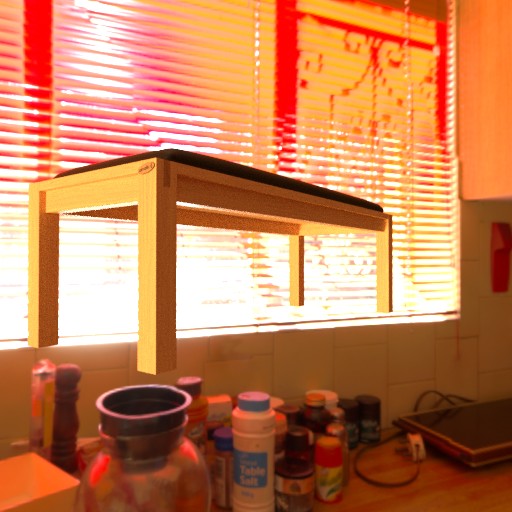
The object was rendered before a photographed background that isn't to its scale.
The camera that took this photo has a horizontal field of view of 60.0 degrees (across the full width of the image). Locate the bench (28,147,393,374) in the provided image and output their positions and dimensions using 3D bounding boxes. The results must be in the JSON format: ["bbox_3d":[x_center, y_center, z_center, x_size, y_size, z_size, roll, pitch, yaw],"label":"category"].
[{"bbox_3d":[0.000,0.000,1.391,0.450,0.430,1.202,-1,-1,36],"label":"bench"}]
